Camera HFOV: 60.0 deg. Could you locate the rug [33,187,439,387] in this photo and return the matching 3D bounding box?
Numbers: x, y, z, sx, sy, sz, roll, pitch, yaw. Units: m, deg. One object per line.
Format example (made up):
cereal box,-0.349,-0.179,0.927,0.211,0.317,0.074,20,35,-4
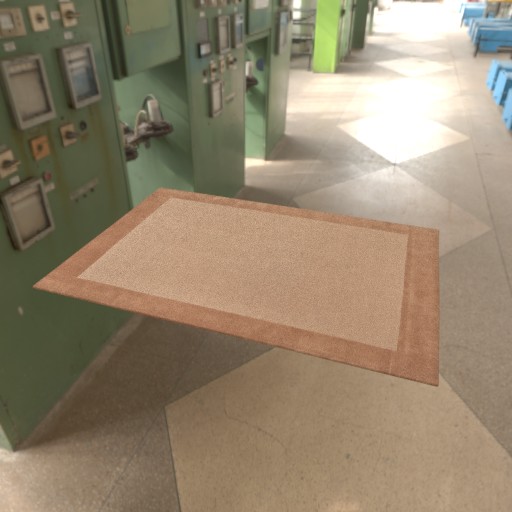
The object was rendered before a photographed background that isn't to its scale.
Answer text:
rug,0.000,0.000,2.342,1.829,0.014,1.219,11,34,16
